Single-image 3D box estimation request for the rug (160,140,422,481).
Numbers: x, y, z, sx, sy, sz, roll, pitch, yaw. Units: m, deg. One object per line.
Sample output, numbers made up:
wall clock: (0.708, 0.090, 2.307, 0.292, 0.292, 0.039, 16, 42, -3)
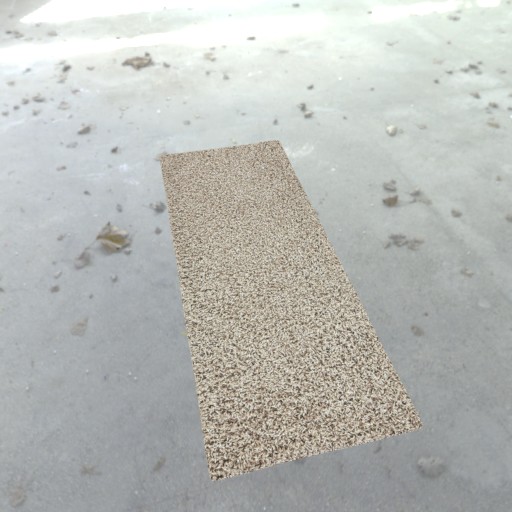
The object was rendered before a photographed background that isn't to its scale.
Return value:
rug: (0.000, 0.000, 1.712, 0.609, 0.030, 1.524, -10, 47, -9)
